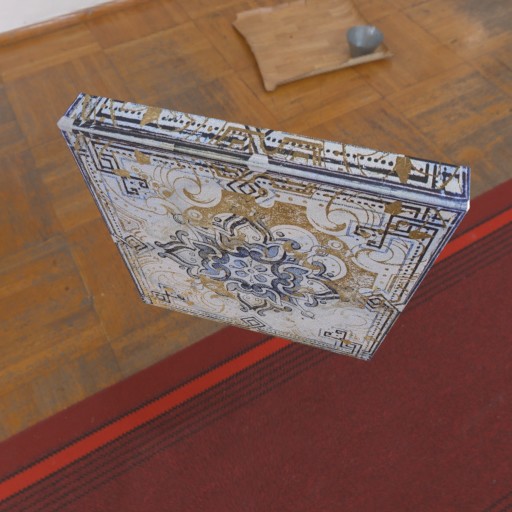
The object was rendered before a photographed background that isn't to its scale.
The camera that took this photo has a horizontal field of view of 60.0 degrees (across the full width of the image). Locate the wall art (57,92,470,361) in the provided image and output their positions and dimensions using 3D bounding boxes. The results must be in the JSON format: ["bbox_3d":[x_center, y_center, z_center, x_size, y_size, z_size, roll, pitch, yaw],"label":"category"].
[{"bbox_3d":[0.000,0.000,0.452,0.302,0.306,0.038,13,59,8],"label":"wall art"}]
